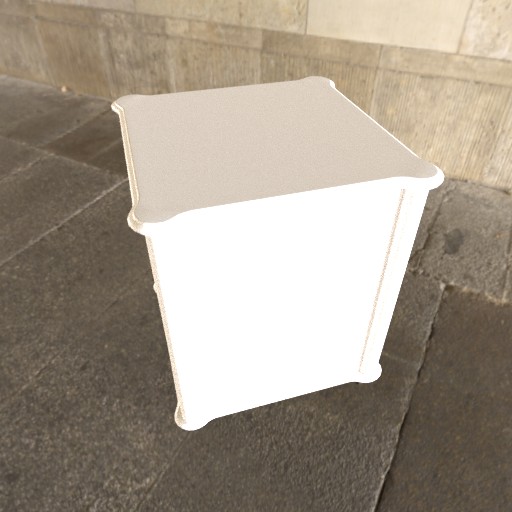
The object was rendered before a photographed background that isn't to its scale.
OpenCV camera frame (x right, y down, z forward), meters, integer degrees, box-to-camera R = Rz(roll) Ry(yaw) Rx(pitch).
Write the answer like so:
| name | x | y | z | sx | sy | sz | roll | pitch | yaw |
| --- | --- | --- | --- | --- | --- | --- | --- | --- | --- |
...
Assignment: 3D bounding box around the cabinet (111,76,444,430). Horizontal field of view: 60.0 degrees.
| name | x | y | z | sx | sy | sz | roll | pitch | yaw |
| --- | --- | --- | --- | --- | --- | --- | --- | --- | --- |
| cabinet | 0.000 | 0.000 | 1.264 | 0.628 | 0.761 | 0.627 | -11 | 41 | -13 |
